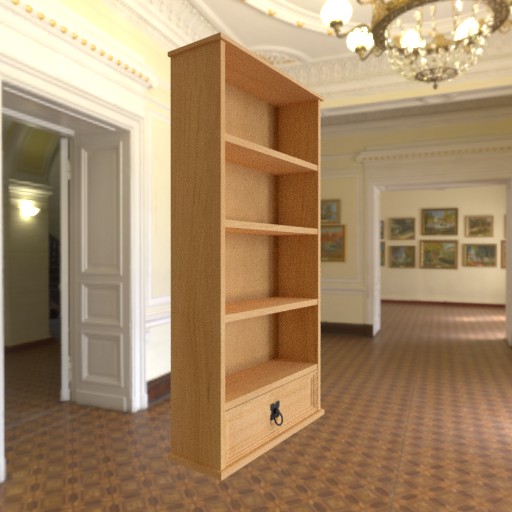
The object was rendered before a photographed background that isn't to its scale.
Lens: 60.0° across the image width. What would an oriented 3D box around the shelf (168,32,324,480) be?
[{"bbox_3d":[0.000,0.000,1.274,0.175,1.030,0.520,0,0,35],"label":"shelf"}]
